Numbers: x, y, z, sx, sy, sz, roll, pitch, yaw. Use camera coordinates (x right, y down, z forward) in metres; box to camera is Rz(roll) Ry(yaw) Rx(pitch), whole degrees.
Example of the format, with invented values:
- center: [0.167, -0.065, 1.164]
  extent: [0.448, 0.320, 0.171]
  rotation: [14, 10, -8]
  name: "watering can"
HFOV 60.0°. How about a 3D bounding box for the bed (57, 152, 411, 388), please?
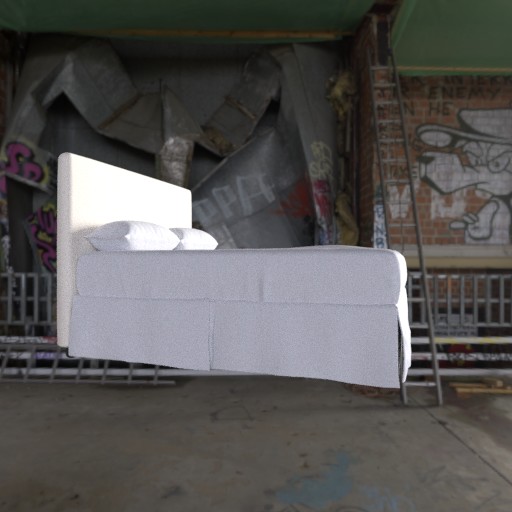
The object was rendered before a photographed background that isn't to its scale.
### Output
- center: [0.000, 0.000, 3.241]
  extent: [2.142, 1.330, 1.713]
  rotation: [0, -1, 20]
  name: "bed"
